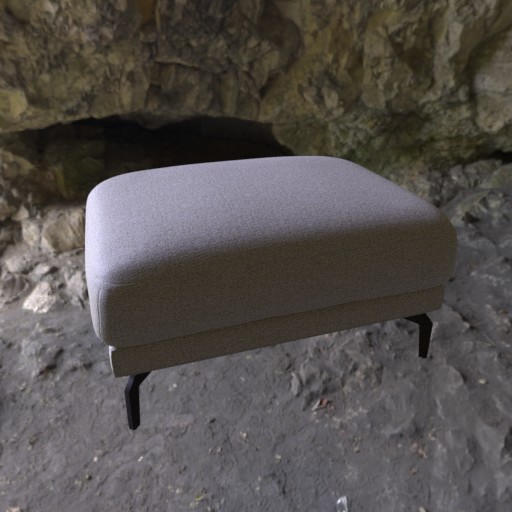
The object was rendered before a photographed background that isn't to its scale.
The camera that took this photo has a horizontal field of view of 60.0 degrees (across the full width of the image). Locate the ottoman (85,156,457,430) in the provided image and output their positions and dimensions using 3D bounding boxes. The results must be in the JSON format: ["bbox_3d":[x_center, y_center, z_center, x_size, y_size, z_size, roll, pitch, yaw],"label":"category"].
[{"bbox_3d":[0.000,0.000,1.103,0.772,0.420,0.568,-9,28,-16],"label":"ottoman"}]
